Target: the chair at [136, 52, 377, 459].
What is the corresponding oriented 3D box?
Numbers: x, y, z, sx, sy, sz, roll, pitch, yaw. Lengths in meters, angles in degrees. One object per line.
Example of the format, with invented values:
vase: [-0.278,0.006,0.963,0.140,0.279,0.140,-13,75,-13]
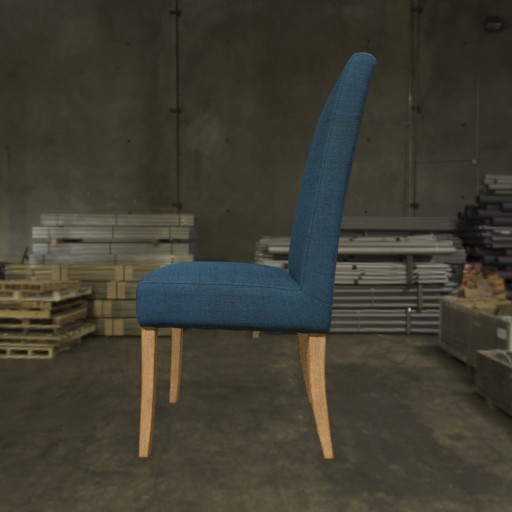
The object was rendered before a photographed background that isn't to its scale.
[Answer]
chair: [0.000,0.000,1.326,0.610,1.029,0.450,0,3,1]
